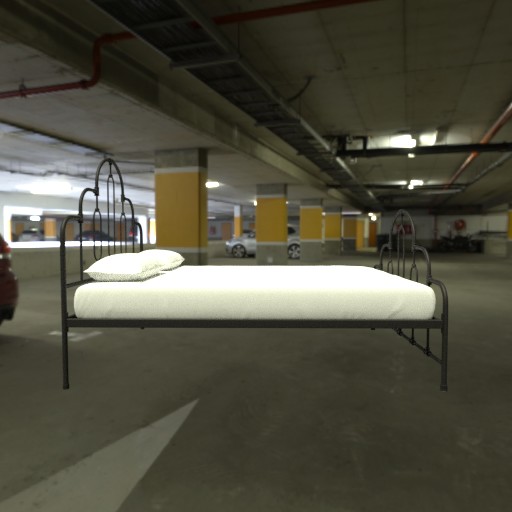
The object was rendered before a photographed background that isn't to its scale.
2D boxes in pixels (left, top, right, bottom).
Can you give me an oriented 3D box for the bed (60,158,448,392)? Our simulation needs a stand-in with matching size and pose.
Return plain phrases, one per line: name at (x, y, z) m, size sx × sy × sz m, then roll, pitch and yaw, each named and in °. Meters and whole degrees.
bed at (0.000, 0.000, 3.254) m, size 2.163 × 1.429 × 1.640 m, roll 0°, pitch 3°, yaw 1°
